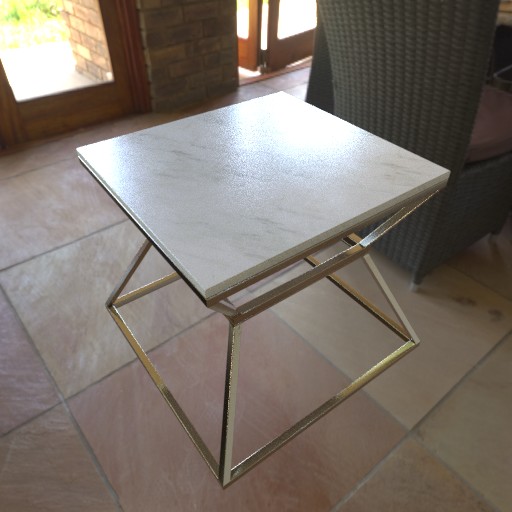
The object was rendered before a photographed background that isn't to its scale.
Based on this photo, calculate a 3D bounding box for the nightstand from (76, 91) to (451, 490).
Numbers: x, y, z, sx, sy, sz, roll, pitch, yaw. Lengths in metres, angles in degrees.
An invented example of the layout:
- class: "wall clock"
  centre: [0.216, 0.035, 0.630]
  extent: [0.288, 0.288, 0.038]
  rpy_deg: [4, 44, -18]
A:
- class: "nightstand"
  centre: [0.000, 0.000, 0.880]
  extent: [0.513, 0.426, 0.514]
  rpy_deg: [-25, 47, -27]
